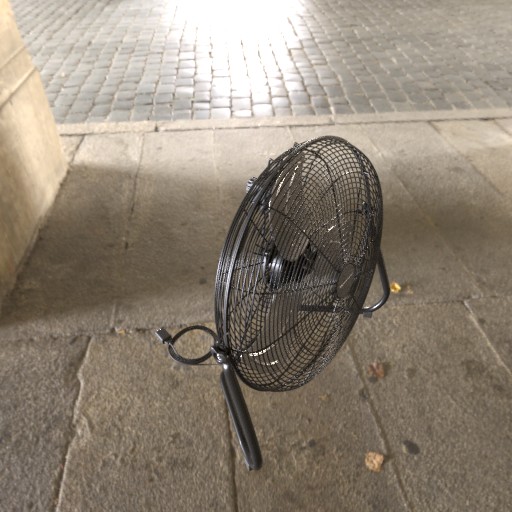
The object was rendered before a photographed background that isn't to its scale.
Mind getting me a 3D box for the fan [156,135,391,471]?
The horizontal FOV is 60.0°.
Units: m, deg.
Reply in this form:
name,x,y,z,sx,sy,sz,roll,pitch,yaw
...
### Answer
name,x,y,z,sx,sy,sz,roll,pitch,yaw
fan,0.000,0.000,1.001,0.470,0.605,0.595,26,47,28
